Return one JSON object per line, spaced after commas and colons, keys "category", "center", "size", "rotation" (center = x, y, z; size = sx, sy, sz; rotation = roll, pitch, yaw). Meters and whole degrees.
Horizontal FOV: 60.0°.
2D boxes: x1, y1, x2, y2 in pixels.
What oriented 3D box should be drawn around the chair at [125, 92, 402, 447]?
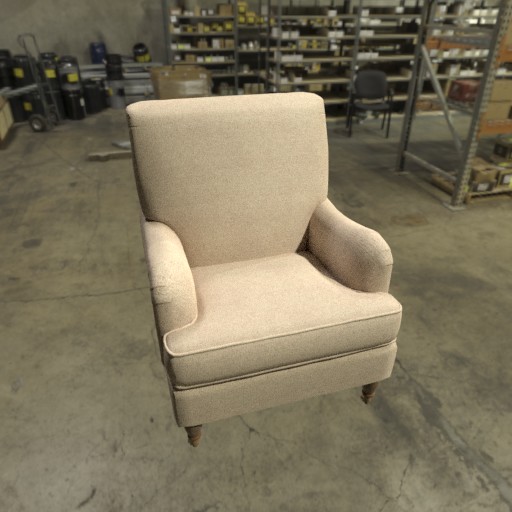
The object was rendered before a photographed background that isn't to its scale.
{"category": "chair", "center": [0.000, 0.000, 1.814], "size": [0.879, 1.119, 0.953], "rotation": [-9, 31, -14]}
